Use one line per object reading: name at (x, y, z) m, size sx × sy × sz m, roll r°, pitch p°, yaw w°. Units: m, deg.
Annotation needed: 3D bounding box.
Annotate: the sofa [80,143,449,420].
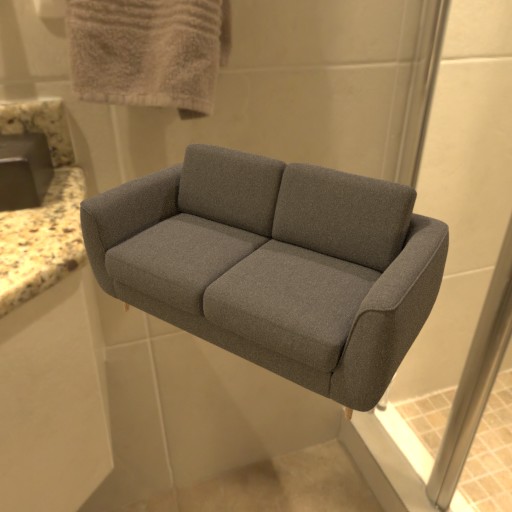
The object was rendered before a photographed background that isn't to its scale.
sofa at (0.000, 0.000, 2.260) m, size 1.700 × 0.870 × 0.920 m, roll 18°, pitch 34°, yaw 29°
